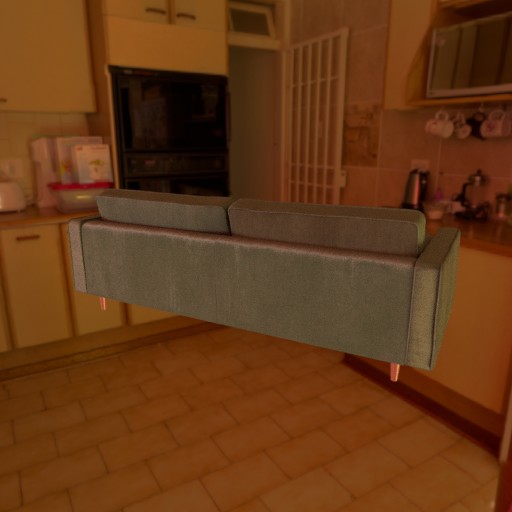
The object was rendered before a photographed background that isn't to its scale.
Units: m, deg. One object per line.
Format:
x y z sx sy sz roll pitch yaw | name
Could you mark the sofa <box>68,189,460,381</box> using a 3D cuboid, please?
0.000 0.000 2.691 2.199 0.769 0.918 8 17 27 | sofa
